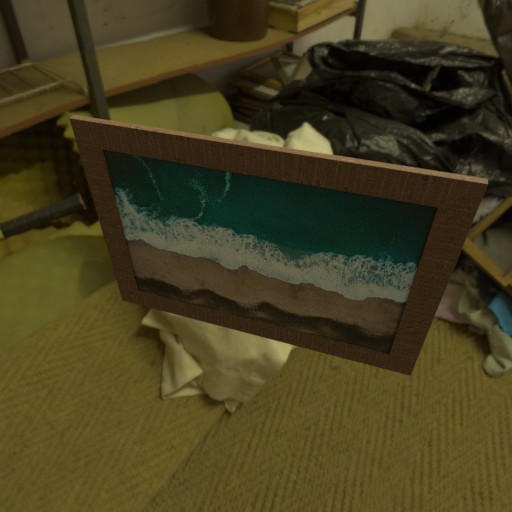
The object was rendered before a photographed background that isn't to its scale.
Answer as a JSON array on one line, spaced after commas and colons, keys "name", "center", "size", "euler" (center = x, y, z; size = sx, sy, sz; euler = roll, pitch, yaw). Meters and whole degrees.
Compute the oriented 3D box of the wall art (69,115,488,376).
[{"name": "wall art", "center": [0.000, 0.000, 1.147], "size": [0.917, 0.626, 0.019], "euler": [12, 43, 14]}]
